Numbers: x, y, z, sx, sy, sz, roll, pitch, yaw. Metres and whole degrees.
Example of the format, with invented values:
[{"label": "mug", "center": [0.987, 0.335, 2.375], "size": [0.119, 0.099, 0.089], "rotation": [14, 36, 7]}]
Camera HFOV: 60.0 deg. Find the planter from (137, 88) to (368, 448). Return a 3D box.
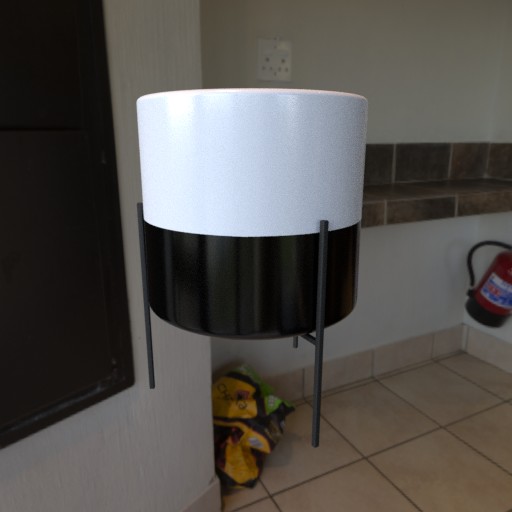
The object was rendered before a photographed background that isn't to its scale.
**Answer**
[{"label": "planter", "center": [0.000, 0.000, 0.647], "size": [0.310, 0.432, 0.310], "rotation": [14, 21, 43]}]
